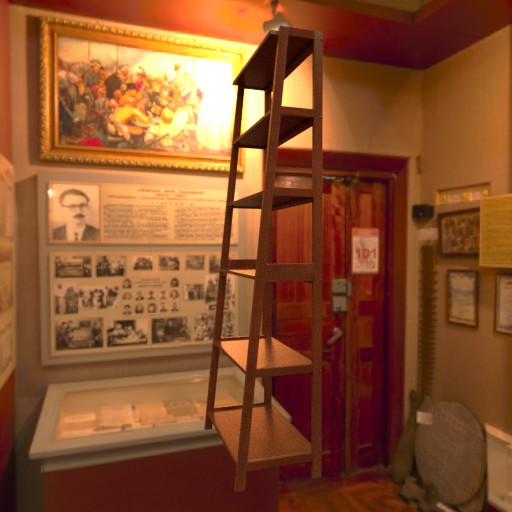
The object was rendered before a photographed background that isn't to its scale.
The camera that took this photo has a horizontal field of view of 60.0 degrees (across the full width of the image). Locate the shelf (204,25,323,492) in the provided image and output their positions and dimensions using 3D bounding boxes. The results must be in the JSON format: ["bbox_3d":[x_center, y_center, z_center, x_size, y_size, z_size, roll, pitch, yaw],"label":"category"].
[{"bbox_3d":[0.000,0.000,2.137,0.382,1.892,0.660,0,1,-18],"label":"shelf"}]
